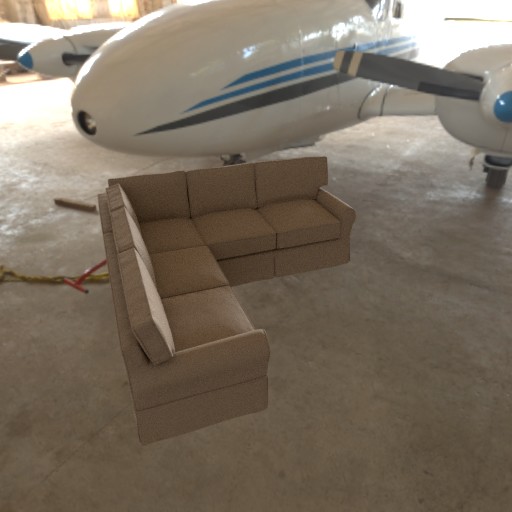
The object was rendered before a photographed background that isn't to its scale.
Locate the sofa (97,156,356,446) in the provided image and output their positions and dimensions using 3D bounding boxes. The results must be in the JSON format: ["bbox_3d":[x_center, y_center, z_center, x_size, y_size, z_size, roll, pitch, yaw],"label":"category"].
[{"bbox_3d":[0.000,0.000,4.334,2.733,1.124,2.730,-10,32,-17],"label":"sofa"}]
